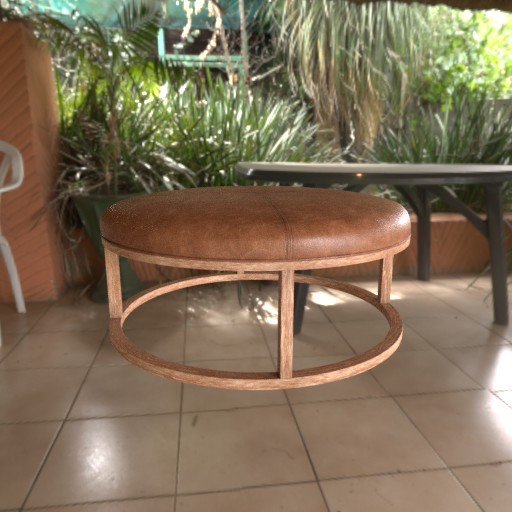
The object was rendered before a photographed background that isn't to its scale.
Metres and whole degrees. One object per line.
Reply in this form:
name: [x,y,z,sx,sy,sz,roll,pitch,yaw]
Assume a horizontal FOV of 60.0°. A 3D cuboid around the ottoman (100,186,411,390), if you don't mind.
ottoman: [0.000,0.000,1.532,1.006,0.445,1.006,0,14,0]
